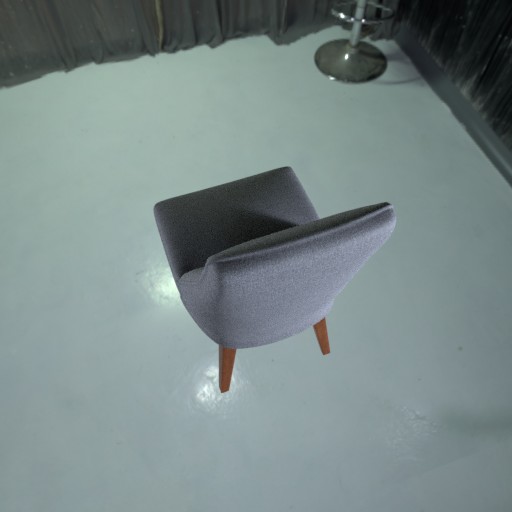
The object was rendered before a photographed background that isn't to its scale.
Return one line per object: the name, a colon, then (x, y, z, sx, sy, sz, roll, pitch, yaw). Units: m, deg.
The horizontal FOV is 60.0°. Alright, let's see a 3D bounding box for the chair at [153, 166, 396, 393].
chair: (0.000, 0.000, 1.319, 0.500, 0.930, 0.620, -18, 59, -11)
